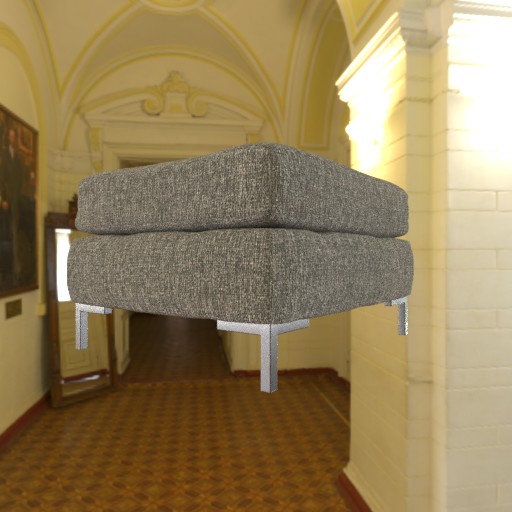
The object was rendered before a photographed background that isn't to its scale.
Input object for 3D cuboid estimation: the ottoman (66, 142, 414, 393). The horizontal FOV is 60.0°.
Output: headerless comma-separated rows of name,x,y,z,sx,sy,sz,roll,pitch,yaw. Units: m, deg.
ottoman,0.000,0.000,1.256,0.683,0.480,0.828,0,0,37
